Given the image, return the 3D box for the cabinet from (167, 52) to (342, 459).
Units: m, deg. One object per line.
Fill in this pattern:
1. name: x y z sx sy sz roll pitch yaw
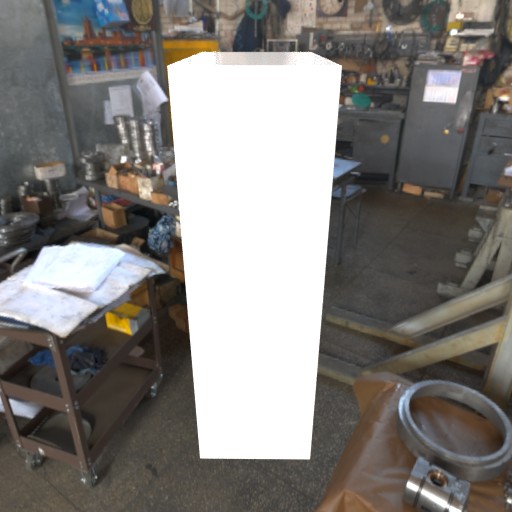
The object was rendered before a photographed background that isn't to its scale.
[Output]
1. cabinet: 0.000 0.000 2.345 0.580 1.920 0.980 0 27 1
